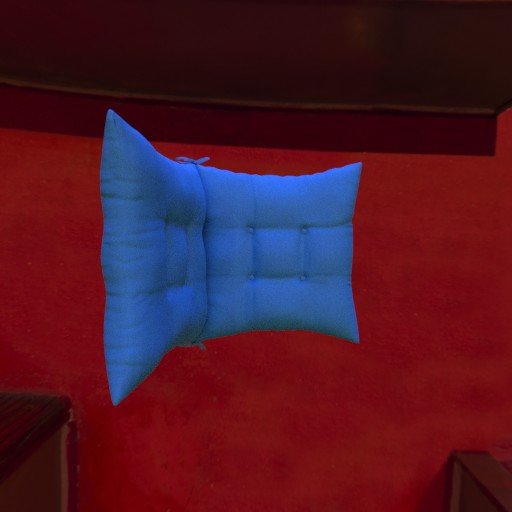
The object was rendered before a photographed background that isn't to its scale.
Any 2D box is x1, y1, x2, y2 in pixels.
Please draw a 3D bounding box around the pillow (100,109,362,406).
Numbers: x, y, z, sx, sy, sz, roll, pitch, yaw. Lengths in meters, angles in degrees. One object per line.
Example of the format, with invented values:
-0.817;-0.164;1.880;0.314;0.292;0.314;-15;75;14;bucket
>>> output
0.000;0.000;1.014;0.585;0.536;0.541;0;91;0;pillow
